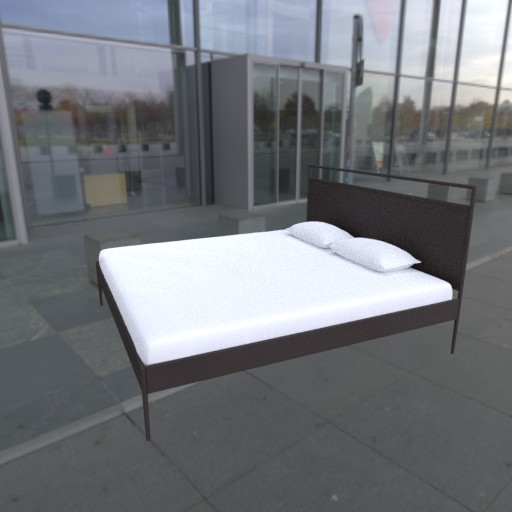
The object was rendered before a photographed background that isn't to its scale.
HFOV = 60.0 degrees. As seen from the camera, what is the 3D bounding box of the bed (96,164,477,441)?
[{"bbox_3d":[0.000,0.000,3.376,2.151,1.173,1.993,-7,18,-24],"label":"bed"}]
